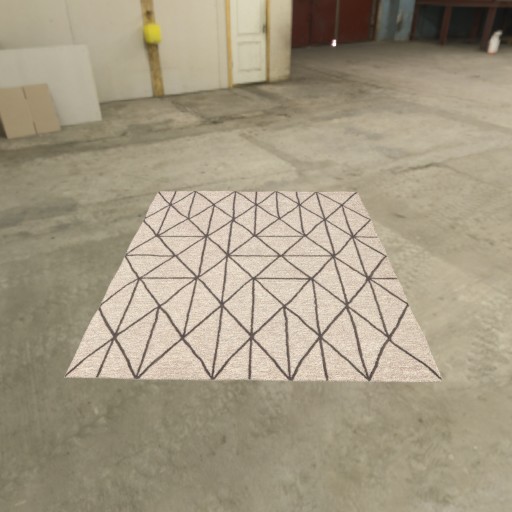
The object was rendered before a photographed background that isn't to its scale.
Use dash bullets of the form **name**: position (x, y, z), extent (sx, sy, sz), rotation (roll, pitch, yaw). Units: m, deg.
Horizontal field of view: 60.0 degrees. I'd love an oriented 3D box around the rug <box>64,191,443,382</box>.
- **rug**: position (0.000, 0.000, 4.148), extent (2.468, 0.022, 3.061), rotation (0, 31, 1)
